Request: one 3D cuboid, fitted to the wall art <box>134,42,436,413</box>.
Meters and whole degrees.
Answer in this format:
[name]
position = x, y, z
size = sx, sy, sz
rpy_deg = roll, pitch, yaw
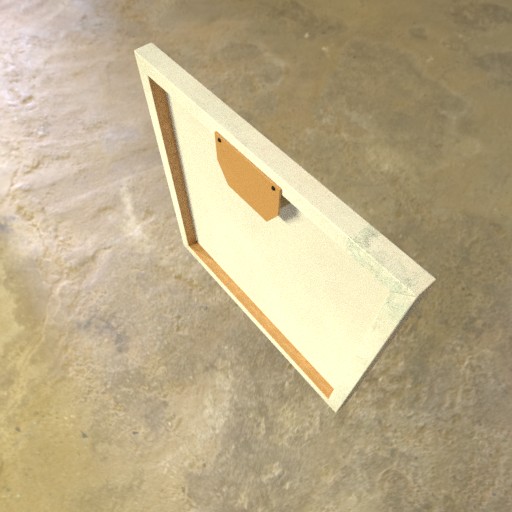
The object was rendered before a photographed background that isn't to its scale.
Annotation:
[wall art]
position = 0.000, 0.000, 0.890
size = 0.044, 0.605, 0.605
rpy_deg = -36, 65, -20
